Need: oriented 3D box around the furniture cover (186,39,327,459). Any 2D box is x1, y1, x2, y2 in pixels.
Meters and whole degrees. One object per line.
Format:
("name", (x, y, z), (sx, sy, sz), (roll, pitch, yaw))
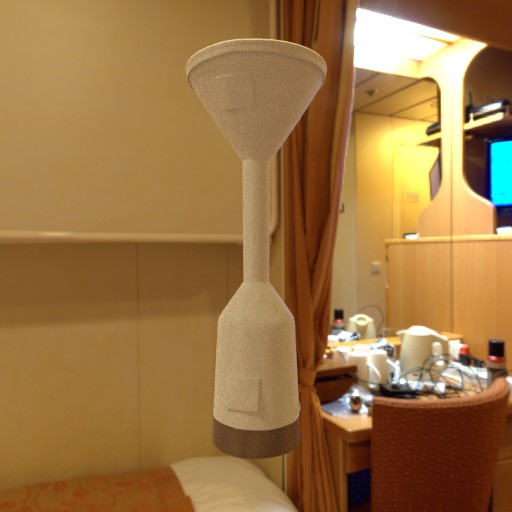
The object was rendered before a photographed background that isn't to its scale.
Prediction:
("furniture cover", (0.000, 0.000, 2.902), (0.914, 2.413, 0.914), (0, 1, 19))
